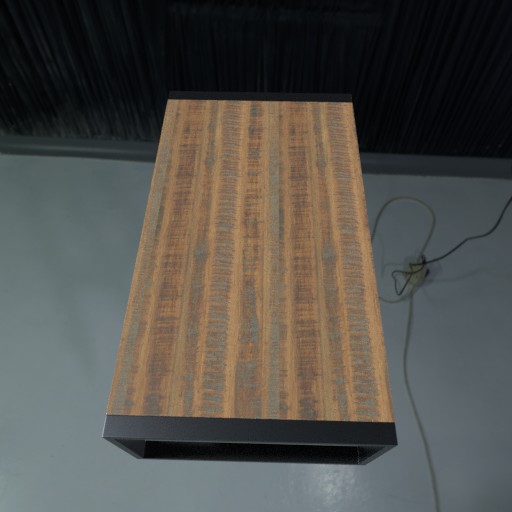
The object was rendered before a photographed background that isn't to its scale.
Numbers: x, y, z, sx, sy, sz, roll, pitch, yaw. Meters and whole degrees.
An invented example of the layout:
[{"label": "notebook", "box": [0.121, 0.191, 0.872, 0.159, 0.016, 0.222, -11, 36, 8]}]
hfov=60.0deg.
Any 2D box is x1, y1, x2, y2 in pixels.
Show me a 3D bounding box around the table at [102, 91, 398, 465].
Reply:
[{"label": "table", "box": [0.000, 0.000, 1.646, 0.750, 0.400, 1.350, 1, 58, 1]}]
